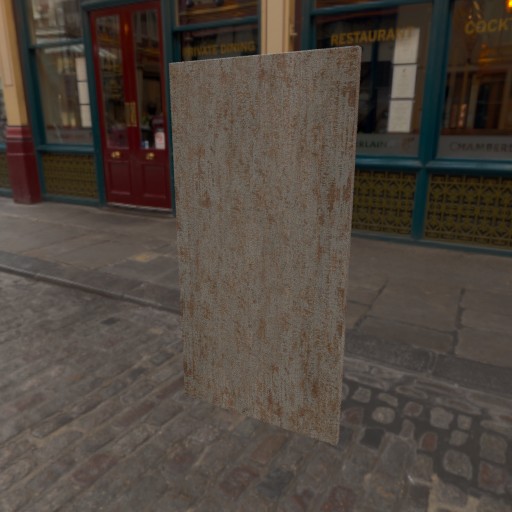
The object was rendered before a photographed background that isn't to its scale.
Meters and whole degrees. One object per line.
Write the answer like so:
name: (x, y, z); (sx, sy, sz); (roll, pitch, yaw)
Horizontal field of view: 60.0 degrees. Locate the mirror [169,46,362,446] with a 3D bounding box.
mirror: (0.000, 0.000, 1.110); (0.472, 0.922, 0.027); (8, 17, 27)
